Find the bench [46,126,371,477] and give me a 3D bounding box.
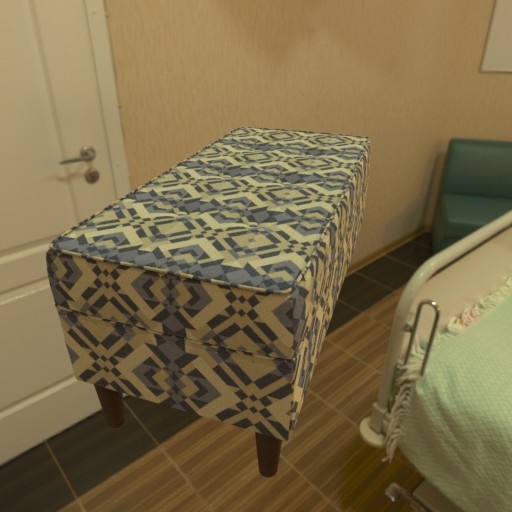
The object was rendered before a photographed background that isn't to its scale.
[{"bbox_3d":[0.000,0.000,1.247,0.492,0.477,1.016,10,31,17],"label":"bench"}]
